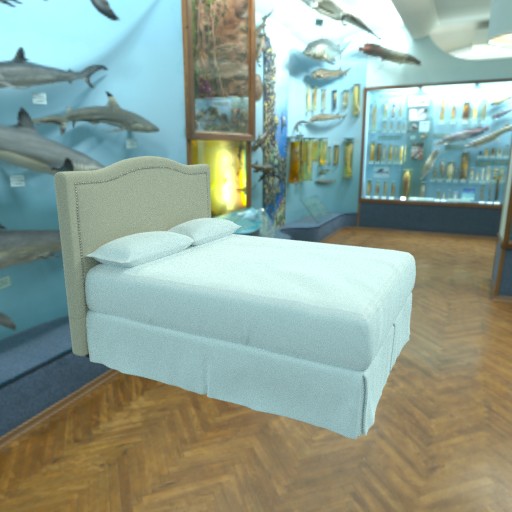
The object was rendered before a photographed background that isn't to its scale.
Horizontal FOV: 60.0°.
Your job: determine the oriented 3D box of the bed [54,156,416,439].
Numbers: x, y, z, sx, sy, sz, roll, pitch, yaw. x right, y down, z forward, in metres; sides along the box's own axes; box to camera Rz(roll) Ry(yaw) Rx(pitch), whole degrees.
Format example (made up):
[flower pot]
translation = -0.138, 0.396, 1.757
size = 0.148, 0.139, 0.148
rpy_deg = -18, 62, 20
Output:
[bed]
translation = 0.000, 0.000, 3.354
size = 2.143, 1.460, 1.753
rpy_deg = 7, 15, 26
